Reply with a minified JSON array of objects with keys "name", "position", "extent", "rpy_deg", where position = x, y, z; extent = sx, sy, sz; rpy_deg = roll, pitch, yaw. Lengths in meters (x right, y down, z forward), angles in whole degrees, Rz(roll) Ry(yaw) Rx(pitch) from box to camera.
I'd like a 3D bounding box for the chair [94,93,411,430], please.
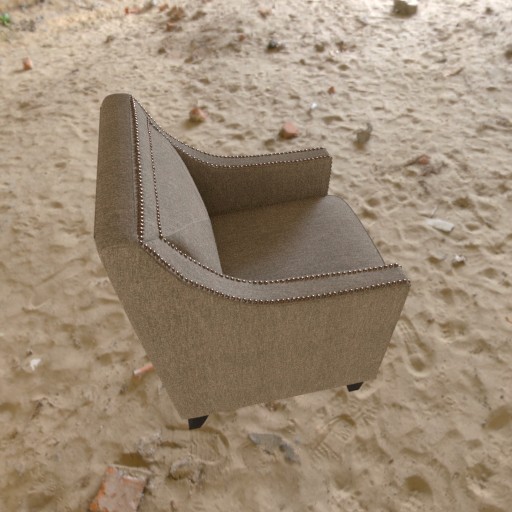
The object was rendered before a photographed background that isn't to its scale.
[{"name":"chair","position":[0.000,0.000,1.603],"extent":[0.884,0.967,0.776],"rpy_deg":[-9,46,-9]}]
